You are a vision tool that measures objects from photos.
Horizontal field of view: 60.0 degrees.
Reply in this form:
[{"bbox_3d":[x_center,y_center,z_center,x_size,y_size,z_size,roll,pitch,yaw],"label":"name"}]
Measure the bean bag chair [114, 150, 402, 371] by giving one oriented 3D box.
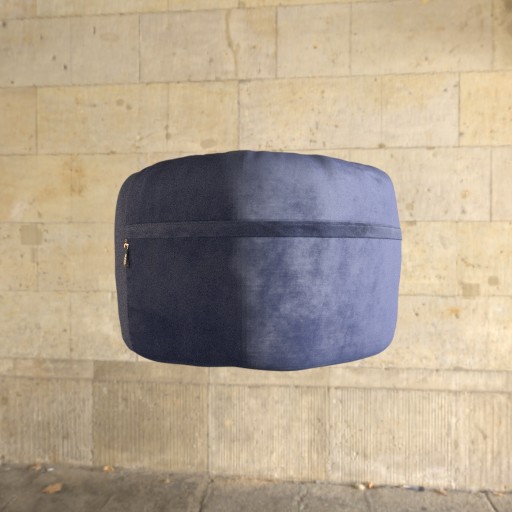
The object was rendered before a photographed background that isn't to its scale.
[{"bbox_3d":[0.000,0.000,1.969,1.219,0.762,1.219,0,1,0],"label":"bean bag chair"}]
